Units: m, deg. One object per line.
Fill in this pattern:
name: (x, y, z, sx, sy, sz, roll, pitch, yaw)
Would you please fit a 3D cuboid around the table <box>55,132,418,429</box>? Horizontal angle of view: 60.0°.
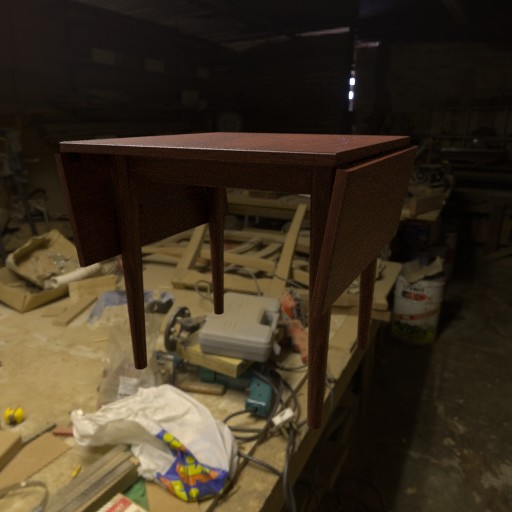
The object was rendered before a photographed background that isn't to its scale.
table: (0.000, 0.000, 1.490, 0.843, 0.763, 0.812, 9, 20, 27)
